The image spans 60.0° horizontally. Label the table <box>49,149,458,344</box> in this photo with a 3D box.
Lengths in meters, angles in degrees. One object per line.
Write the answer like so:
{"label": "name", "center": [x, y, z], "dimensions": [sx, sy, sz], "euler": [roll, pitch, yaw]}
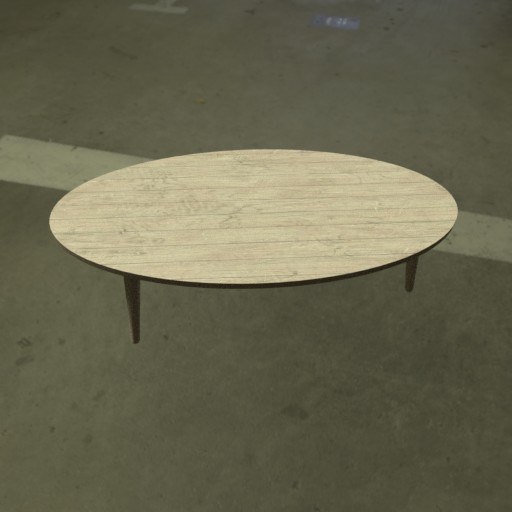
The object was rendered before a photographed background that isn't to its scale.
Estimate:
{"label": "table", "center": [0.000, 0.000, 1.330], "dimensions": [1.083, 0.390, 0.542], "euler": [-2, 46, -2]}
